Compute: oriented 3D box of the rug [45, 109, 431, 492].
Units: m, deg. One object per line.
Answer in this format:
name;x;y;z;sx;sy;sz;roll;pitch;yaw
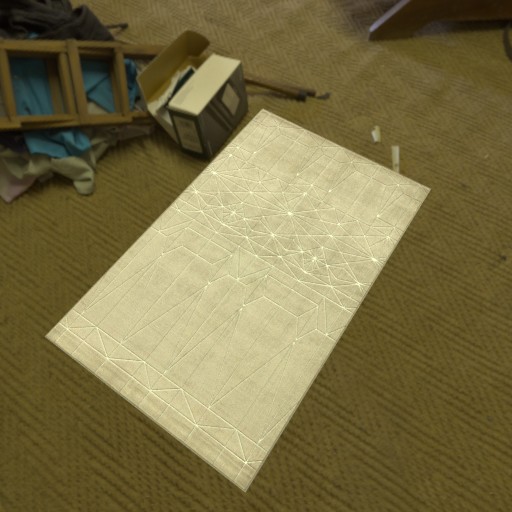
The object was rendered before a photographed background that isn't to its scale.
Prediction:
rug;0.000;0.000;3.047;1.524;0.012;2.438;31;65;16
